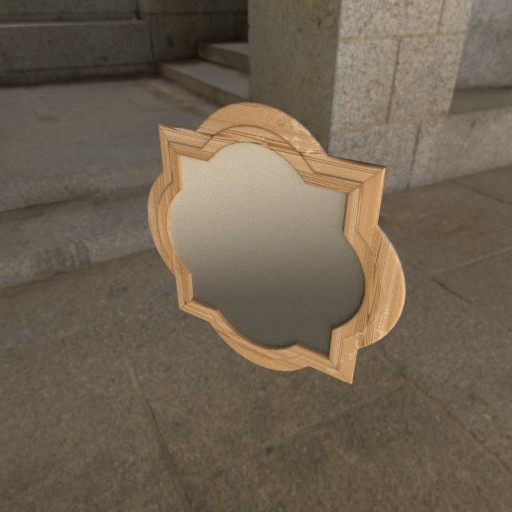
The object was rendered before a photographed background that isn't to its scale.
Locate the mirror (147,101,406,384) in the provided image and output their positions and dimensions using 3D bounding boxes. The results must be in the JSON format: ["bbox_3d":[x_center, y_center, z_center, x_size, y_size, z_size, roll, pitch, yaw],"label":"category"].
[{"bbox_3d":[0.000,0.000,1.053,0.686,0.686,0.019,18,36,27],"label":"mirror"}]
